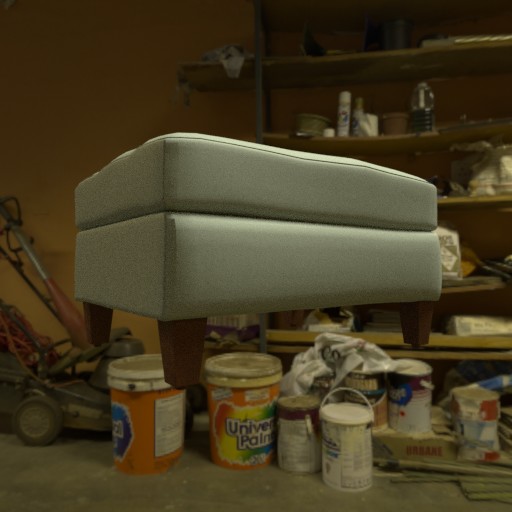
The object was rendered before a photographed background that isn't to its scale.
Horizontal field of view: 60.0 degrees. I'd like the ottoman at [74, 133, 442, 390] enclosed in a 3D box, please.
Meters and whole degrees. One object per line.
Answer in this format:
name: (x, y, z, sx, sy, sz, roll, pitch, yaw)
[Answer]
ottoman: (0.000, 0.000, 1.208, 0.818, 0.496, 0.634, 1, -2, -36)
